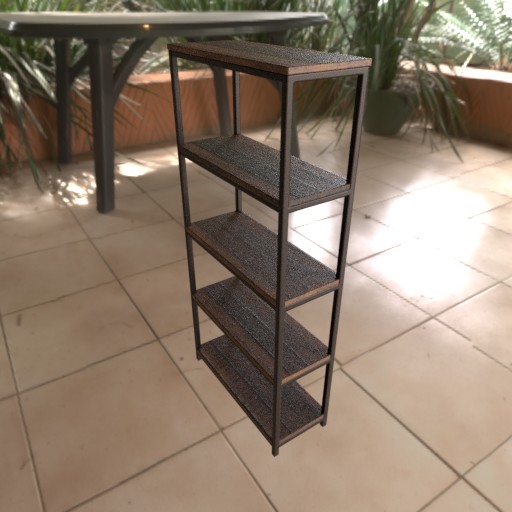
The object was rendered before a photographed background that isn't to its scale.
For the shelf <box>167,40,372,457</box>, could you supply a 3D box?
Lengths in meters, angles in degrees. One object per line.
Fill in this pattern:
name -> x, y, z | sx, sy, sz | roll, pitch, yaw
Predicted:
shelf -> 0.000, 0.000, 2.199 | 0.359, 1.860, 0.874 | -19, 35, -29
